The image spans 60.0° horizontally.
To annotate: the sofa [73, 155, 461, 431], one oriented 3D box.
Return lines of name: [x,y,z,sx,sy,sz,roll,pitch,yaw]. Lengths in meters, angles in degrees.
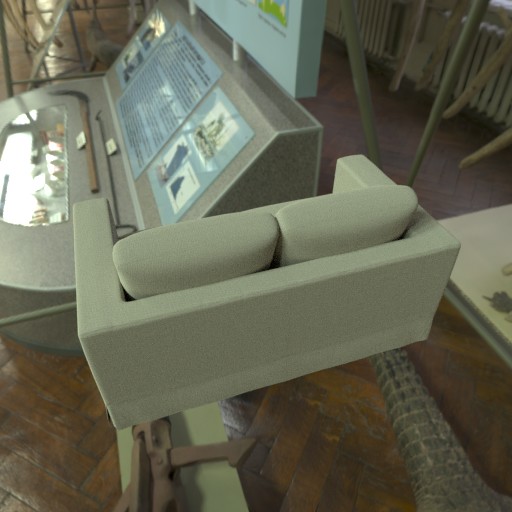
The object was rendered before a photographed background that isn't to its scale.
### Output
sofa: [0.000,0.000,2.419,1.813,0.932,1.009,-12,42,-14]
